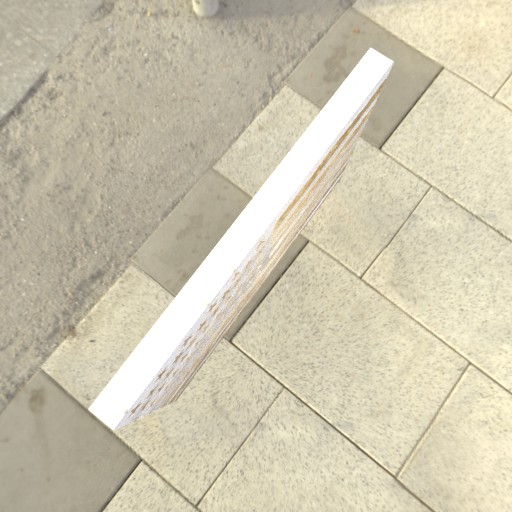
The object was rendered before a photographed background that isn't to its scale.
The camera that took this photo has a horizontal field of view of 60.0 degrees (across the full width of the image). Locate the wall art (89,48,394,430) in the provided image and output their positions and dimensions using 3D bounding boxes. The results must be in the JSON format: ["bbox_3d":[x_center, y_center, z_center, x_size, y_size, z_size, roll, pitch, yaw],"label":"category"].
[{"bbox_3d":[0.000,0.000,0.767,0.041,0.407,0.606,35,79,8],"label":"wall art"}]
